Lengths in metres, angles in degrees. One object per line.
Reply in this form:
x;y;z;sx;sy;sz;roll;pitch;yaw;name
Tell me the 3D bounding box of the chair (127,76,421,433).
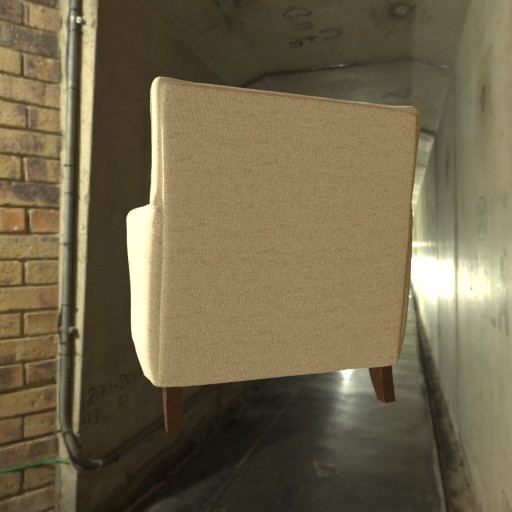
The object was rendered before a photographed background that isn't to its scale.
0.000;0.000;1.614;0.870;0.943;0.823;-1;2;-19;chair
